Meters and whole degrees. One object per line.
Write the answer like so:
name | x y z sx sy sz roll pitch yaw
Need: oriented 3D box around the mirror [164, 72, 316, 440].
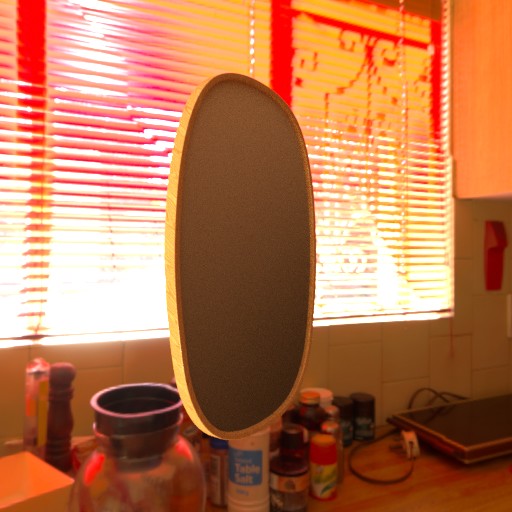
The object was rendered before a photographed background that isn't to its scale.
mirror | 0.000 0.000 1.374 0.037 1.075 0.724 0 -1 36
